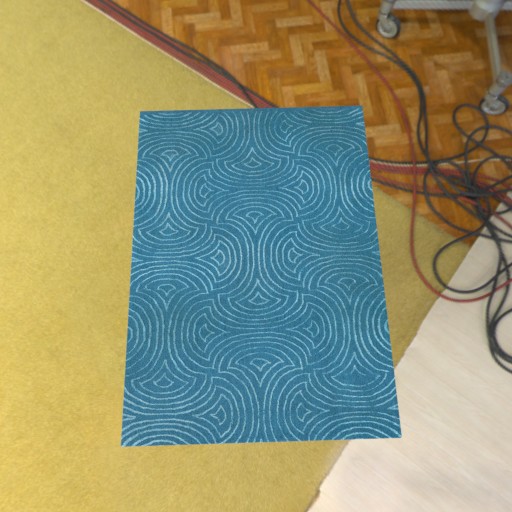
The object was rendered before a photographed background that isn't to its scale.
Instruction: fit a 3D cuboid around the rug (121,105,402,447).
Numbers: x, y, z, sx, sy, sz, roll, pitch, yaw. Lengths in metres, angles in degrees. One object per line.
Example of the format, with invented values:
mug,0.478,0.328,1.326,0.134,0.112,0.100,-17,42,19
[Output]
rug,0.000,0.000,2.753,1.543,0.015,2.144,-2,73,-1
